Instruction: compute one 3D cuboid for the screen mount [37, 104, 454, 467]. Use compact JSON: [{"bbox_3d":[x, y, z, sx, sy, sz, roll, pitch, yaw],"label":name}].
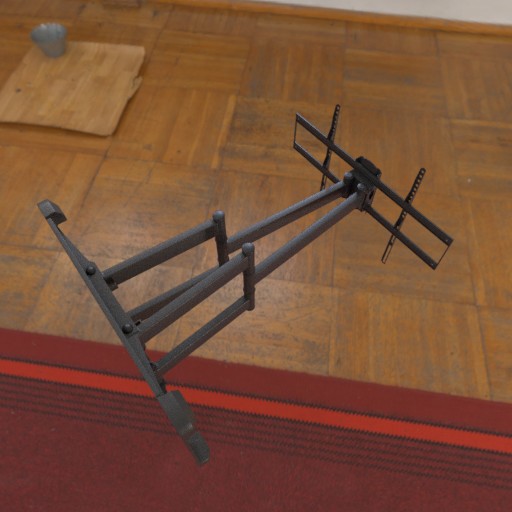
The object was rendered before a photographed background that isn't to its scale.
[{"bbox_3d":[0.000,0.000,1.339,0.905,0.483,0.725,-32,62,-20],"label":"screen mount"}]
